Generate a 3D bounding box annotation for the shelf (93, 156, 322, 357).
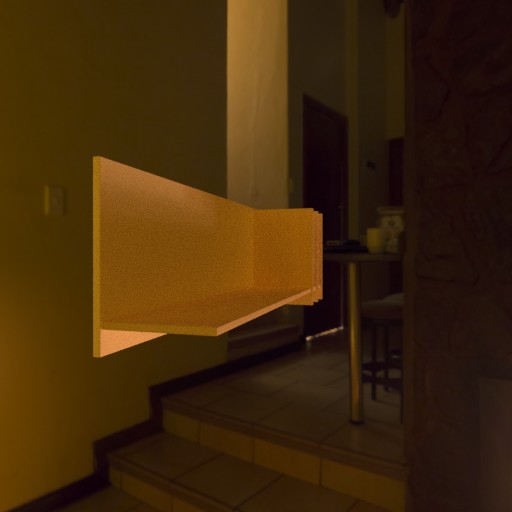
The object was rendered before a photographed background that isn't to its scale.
[{"bbox_3d":[0.000,0.000,1.122,0.200,0.300,1.020,0,0,17],"label":"shelf"}]
